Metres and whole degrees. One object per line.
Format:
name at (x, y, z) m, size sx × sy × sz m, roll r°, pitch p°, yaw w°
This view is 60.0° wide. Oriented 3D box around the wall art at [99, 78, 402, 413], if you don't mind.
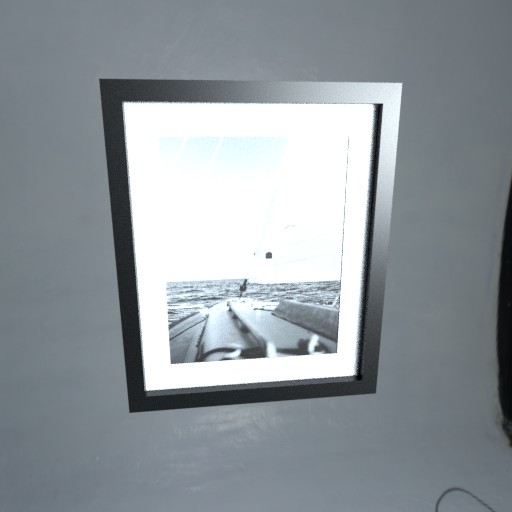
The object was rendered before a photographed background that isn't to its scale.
wall art at (0.000, 0.000, 0.760) m, size 0.461 × 0.558 × 0.031 m, roll -2°, pitch 16°, yaw -7°
